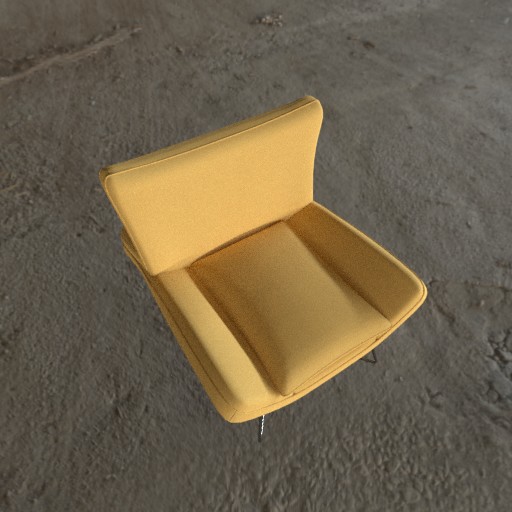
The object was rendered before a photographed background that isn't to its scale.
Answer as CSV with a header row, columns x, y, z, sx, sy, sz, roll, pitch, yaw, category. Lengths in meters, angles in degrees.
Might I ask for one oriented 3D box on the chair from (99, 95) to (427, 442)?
x,y,z,sx,sy,sz,roll,pitch,yaw,category
0.000,0.000,1.690,0.859,0.855,1.008,-26,53,-22,chair
